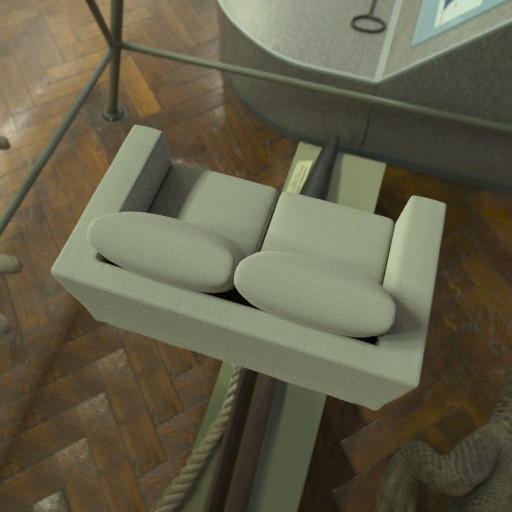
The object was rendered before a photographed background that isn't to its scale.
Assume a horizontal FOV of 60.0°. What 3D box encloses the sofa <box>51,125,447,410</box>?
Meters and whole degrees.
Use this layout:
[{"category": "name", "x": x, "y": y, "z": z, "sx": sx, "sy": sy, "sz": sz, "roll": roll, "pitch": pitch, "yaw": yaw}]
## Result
[{"category": "sofa", "x": 0.000, "y": 0.000, "z": 2.416, "sx": 1.813, "sy": 0.932, "sz": 1.009, "roll": 16, "pitch": 65, "yaw": 8}]
